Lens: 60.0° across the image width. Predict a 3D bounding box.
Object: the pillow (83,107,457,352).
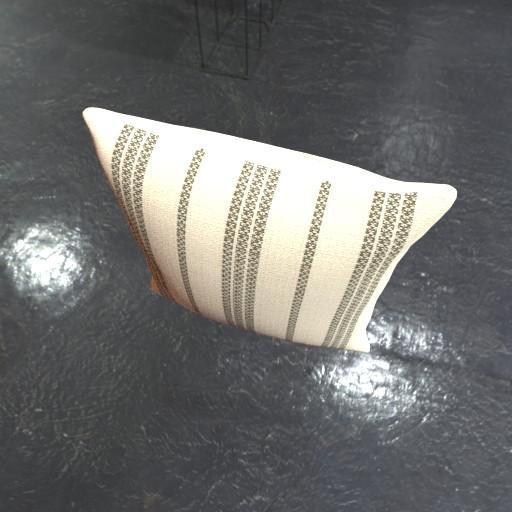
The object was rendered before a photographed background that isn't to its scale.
[{"bbox_3d":[0.000,0.000,0.621,0.405,0.406,0.173,15,58,9],"label":"pillow"}]
